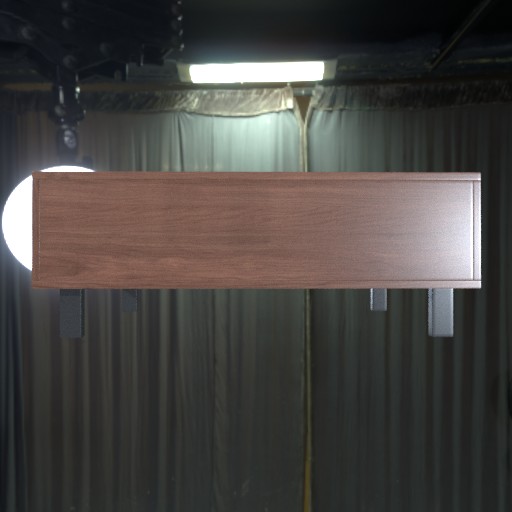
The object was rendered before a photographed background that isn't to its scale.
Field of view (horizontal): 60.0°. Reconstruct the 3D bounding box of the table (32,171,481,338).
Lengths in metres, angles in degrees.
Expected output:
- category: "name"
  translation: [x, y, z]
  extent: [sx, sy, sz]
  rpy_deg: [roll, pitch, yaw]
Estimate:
- category: "table"
  translation: [0.000, 0.000, 1.306]
  extent: [1.020, 0.380, 0.600]
  rpy_deg: [0, 0, -1]
